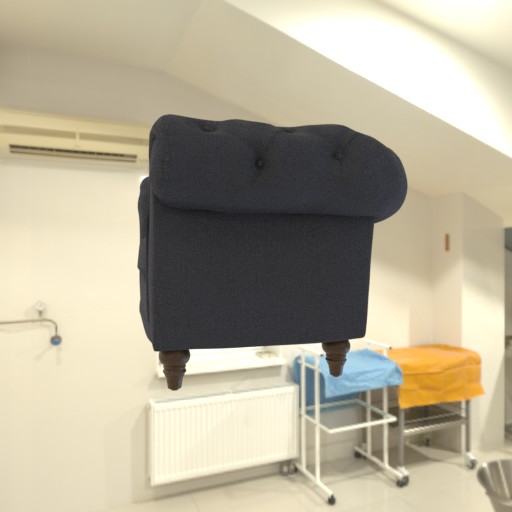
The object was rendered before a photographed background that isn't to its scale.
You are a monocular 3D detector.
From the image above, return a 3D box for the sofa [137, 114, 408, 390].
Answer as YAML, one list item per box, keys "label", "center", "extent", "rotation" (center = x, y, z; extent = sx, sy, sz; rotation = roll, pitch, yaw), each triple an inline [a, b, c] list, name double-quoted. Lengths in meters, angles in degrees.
- label: "sofa"
  center: [0.000, 0.000, 1.999]
  extent: [1.032, 0.878, 1.405]
  rotation: [0, 0, -16]
